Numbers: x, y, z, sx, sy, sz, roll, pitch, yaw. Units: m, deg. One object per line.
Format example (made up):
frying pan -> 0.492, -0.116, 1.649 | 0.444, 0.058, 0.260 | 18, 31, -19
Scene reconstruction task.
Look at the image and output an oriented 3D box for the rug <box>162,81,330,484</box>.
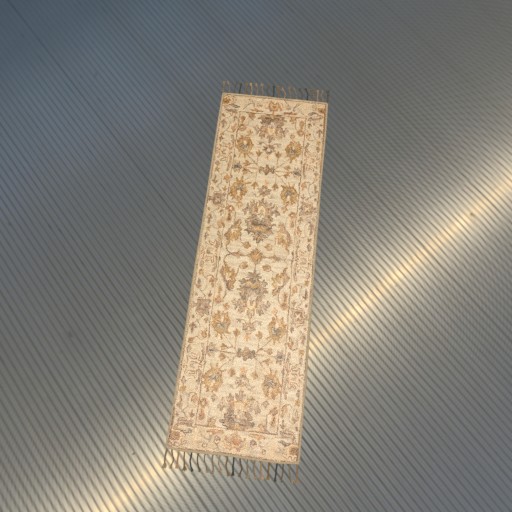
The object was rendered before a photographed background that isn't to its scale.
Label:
rug -> 0.000, 0.000, 2.669 | 0.729, 0.021, 2.438 | 6, 74, 2
